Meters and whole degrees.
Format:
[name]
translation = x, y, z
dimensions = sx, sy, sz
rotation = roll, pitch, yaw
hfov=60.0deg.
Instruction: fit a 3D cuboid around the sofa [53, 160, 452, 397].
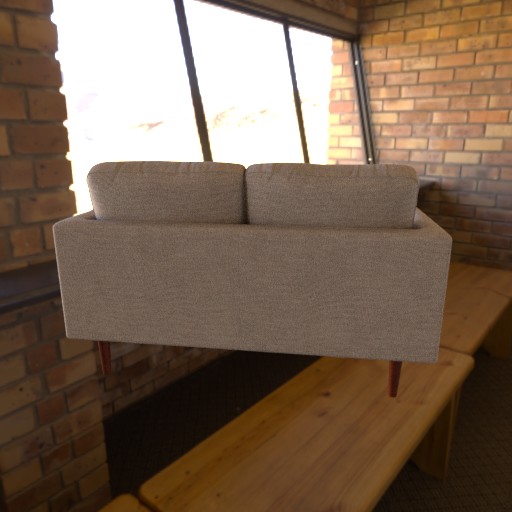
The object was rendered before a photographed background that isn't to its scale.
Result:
[sofa]
translation = 0.000, 0.000, 2.164
dimensions = 1.582, 0.944, 0.903
rotation = 2, 16, 8
